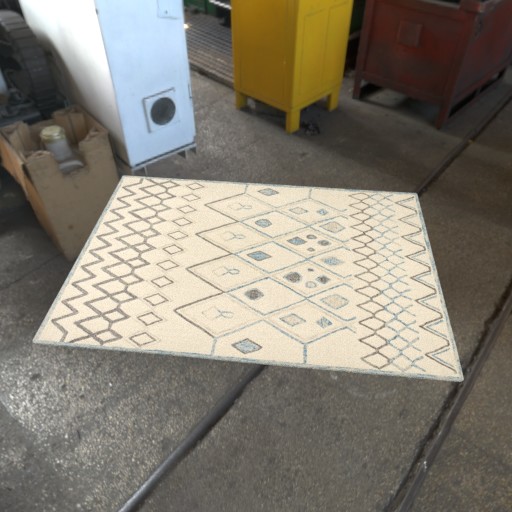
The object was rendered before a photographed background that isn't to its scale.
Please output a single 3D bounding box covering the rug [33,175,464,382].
[{"bbox_3d":[0.000,0.000,2.294,1.820,0.009,1.260,4,45,4],"label":"rug"}]
